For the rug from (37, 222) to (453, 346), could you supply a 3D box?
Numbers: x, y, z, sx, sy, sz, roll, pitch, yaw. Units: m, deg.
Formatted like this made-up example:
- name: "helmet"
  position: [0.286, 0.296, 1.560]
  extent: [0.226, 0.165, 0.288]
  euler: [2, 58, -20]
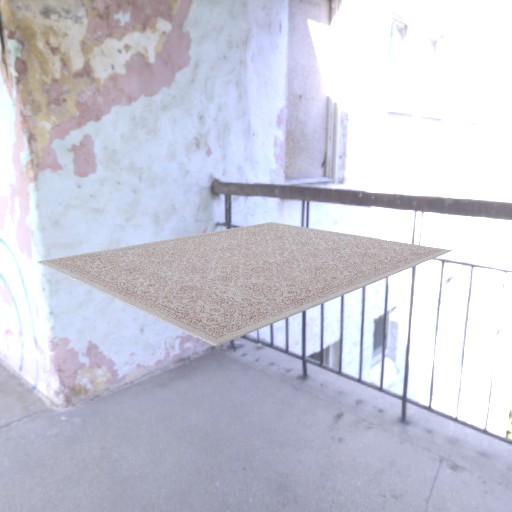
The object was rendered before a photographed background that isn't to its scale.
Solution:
- name: "rug"
  position: [0.000, 0.000, 4.143]
  extent: [2.441, 0.015, 3.050]
  euler: [13, 19, 43]
